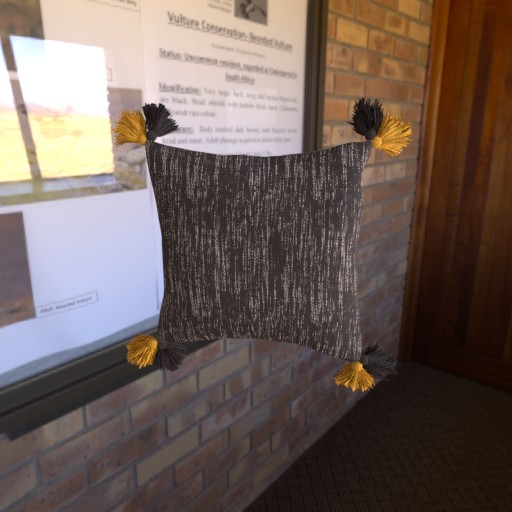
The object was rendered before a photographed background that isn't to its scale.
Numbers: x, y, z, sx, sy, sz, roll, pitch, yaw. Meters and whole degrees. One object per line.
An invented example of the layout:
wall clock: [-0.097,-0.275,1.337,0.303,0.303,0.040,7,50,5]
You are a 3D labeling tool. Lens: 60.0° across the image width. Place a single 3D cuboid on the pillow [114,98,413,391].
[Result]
pillow: [0.000,0.000,0.973,0.654,0.659,0.139,2,16,8]
